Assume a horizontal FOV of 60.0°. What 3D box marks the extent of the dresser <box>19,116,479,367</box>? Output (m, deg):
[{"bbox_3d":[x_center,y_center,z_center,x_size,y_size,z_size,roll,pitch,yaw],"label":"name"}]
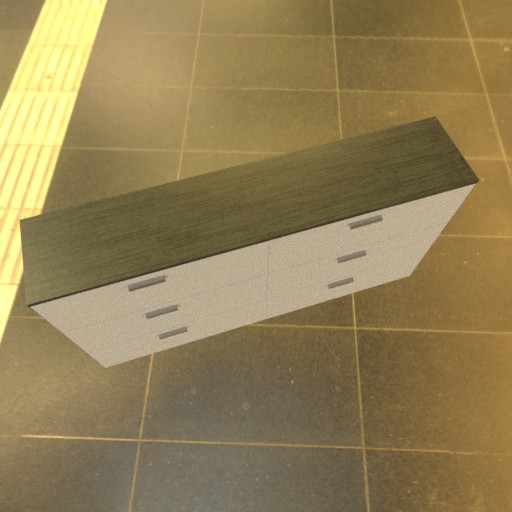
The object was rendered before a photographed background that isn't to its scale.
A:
[{"bbox_3d":[0.000,0.000,1.849,1.535,0.790,0.333,-16,63,-8],"label":"dresser"}]
